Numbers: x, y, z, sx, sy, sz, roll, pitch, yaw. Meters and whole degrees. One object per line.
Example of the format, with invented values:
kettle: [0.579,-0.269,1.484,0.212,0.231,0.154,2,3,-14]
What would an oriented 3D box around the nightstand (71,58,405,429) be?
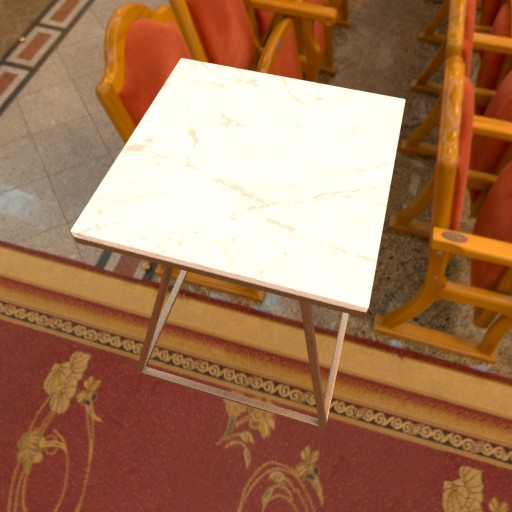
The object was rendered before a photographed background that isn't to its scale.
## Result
nightstand: [0.000,0.000,0.906,0.455,0.554,0.455,14,59,9]
